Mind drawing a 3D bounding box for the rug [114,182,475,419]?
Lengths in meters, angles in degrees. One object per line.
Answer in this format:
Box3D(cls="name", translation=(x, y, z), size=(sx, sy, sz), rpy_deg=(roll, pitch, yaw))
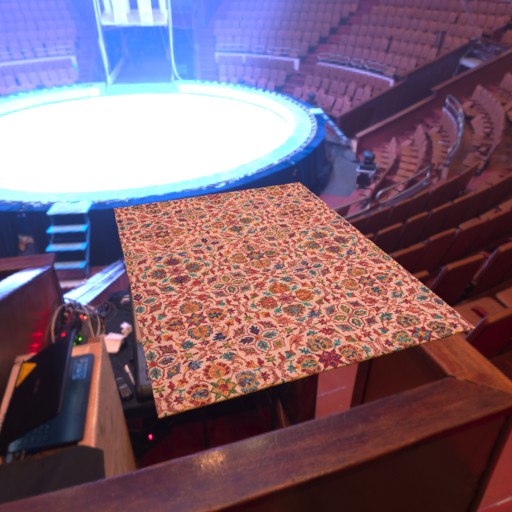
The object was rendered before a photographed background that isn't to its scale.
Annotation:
Box3D(cls="rug", translation=(0.000, 0.000, 4.355), size=(2.446, 0.020, 3.215), rpy_deg=(-11, 33, -17))
